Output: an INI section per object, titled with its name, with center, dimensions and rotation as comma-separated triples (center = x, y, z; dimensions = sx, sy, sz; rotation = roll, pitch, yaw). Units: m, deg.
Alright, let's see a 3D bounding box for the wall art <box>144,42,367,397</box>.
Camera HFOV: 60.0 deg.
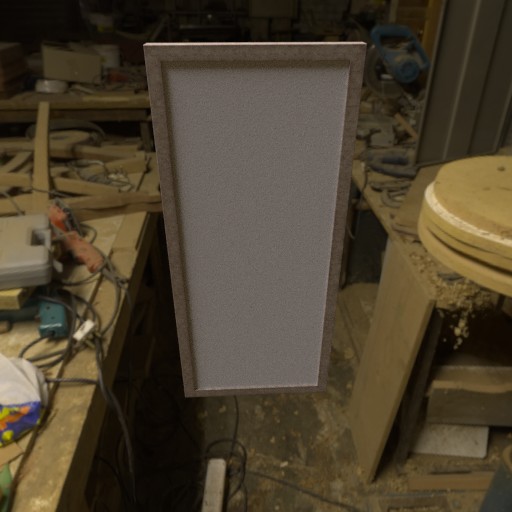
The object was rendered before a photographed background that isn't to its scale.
[wall art]
center = 0.000, 0.000, 1.681
dimensions = 0.648, 1.461, 0.051
rotation = -1, 31, -2
